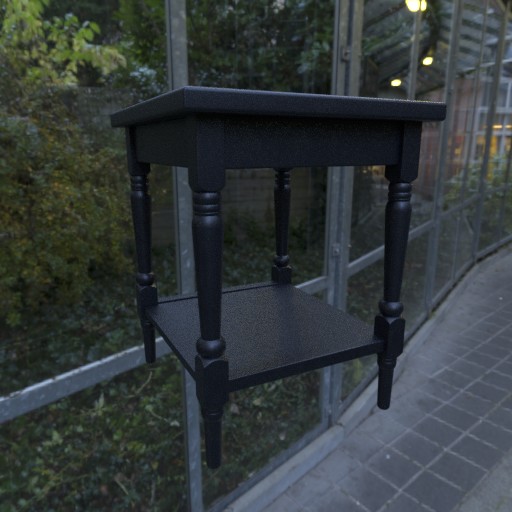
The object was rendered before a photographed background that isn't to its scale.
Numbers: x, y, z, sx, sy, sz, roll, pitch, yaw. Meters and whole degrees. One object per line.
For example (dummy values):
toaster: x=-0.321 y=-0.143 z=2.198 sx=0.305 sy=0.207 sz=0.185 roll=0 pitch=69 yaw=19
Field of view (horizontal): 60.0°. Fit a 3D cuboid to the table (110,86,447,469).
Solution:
table: x=0.000 y=0.000 z=0.891 sx=0.442 sy=0.565 sz=0.488 roll=-7 pitch=15 yaw=-26
